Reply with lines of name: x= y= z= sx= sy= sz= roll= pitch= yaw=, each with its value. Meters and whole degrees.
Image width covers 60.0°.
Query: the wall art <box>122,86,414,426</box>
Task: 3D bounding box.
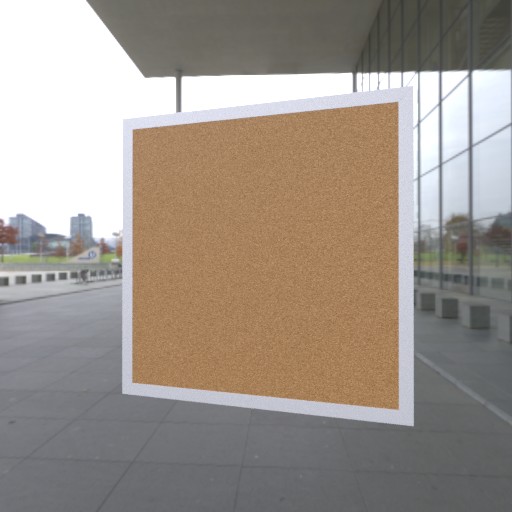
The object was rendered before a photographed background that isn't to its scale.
wall art: x=0.000 y=0.000 z=0.758 sx=0.507 sy=0.508 sz=0.038 roll=0 pitch=0 yaw=18
